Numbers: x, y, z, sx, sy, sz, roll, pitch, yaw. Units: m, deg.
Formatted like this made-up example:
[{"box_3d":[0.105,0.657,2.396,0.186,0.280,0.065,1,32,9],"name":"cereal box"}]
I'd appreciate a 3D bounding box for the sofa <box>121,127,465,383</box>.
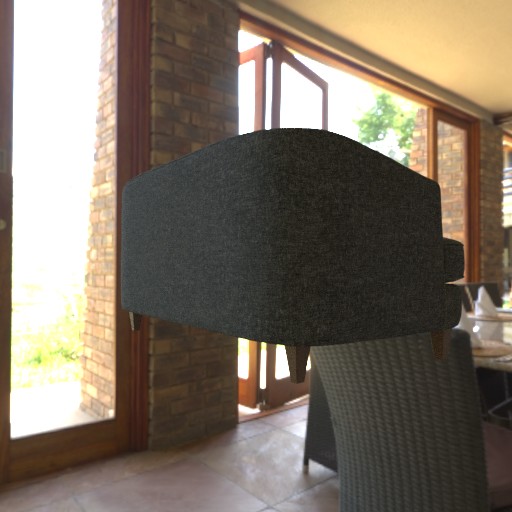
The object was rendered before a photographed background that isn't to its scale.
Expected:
[{"box_3d":[0.000,0.000,2.240,0.941,0.855,1.733,1,-1,-36],"name":"sofa"}]
